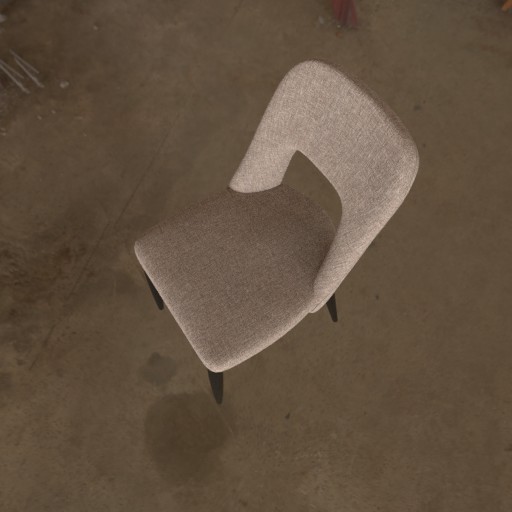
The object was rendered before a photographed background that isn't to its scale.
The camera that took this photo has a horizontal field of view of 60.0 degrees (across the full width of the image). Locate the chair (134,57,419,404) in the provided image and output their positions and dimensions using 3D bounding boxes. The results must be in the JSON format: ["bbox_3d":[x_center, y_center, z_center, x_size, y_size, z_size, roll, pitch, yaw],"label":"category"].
[{"bbox_3d":[0.000,0.000,1.275,0.612,0.931,0.470,-32,68,-14],"label":"chair"}]
